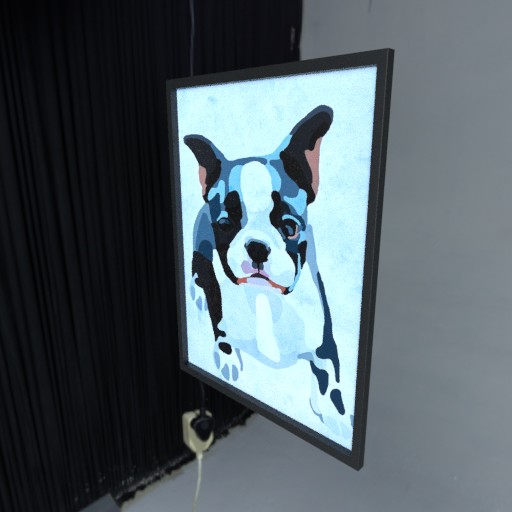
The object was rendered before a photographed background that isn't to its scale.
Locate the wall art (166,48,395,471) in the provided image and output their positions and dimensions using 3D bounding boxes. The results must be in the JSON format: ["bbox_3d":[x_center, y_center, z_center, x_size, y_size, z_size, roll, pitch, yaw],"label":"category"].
[{"bbox_3d":[0.000,0.000,1.304,0.774,1.027,0.030,14,21,42],"label":"wall art"}]
